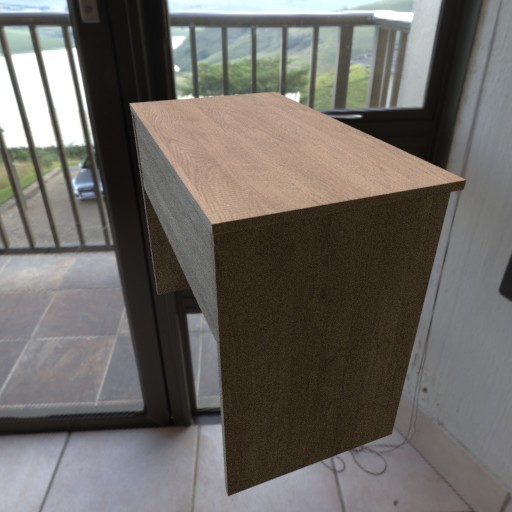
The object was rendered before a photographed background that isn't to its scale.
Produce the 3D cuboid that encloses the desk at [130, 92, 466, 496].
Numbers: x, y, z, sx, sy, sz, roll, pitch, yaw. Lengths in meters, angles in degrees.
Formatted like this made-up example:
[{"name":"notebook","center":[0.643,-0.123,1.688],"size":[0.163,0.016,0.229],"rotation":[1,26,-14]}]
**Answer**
[{"name":"desk","center":[0.000,0.000,1.296],"size":[0.498,0.724,0.893],"rotation":[-12,33,-18]}]
